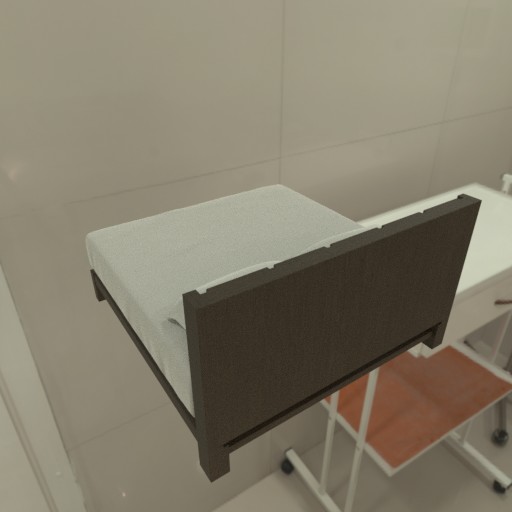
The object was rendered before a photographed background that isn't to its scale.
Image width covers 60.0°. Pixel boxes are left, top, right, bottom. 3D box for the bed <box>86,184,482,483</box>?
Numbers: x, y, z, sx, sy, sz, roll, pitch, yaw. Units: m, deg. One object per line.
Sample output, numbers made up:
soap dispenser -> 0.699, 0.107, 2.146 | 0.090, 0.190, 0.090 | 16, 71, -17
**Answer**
bed -> 0.000, 0.000, 3.563 | 2.143, 1.261, 2.238 | -19, 36, -29
